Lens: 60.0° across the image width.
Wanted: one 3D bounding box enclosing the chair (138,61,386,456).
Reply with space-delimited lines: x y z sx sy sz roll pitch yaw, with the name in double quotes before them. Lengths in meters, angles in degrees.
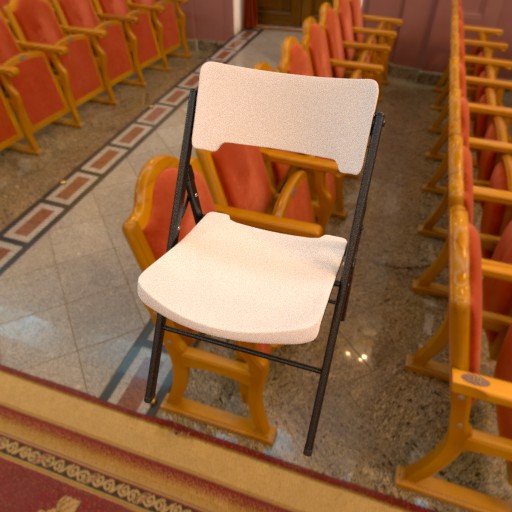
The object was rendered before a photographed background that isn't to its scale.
"chair" 0.000 0.000 1.111 0.482 0.765 0.577 13 42 14
